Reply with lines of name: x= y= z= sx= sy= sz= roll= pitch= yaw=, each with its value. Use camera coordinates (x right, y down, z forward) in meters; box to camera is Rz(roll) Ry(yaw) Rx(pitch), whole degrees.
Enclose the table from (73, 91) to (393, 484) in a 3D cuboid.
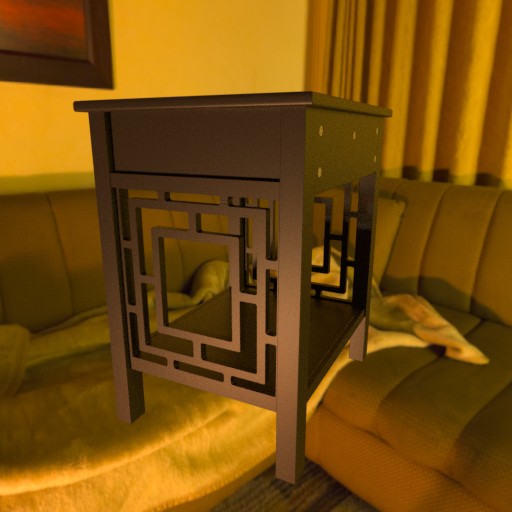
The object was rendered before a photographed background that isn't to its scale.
table: x=0.000 y=0.000 z=1.005 sx=0.451 sy=0.646 sz=0.564 roll=8 pitch=17 yaw=26
